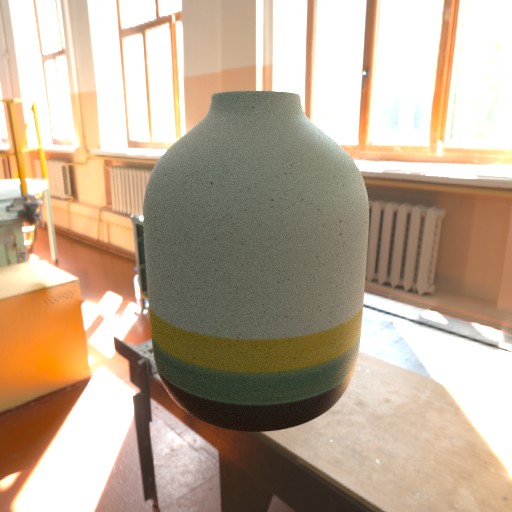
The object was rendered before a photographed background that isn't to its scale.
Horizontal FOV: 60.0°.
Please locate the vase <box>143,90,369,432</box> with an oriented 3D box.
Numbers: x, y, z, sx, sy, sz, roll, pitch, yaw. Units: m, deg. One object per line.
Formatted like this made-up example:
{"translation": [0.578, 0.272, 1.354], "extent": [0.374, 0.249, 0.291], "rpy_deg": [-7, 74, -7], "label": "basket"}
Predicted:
{"translation": [0.000, 0.000, 0.349], "extent": [0.169, 0.240, 0.169], "rpy_deg": [0, 16, 0], "label": "vase"}
